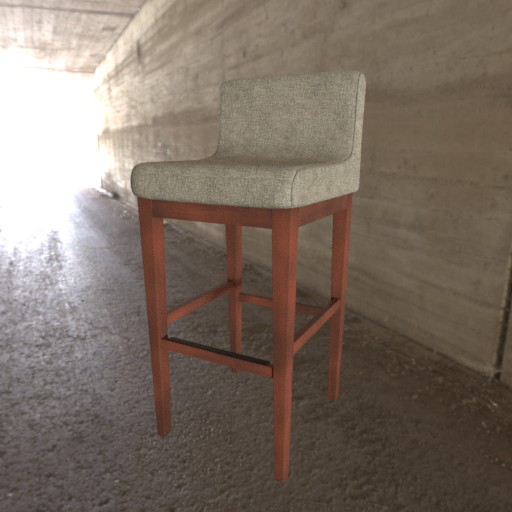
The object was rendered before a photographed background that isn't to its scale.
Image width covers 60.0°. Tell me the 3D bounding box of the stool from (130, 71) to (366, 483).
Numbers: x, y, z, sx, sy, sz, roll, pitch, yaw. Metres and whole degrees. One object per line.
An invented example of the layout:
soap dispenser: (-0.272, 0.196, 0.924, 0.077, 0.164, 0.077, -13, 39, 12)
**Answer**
stool: (0.000, 0.000, 1.201, 0.426, 0.965, 0.499, 8, 16, 27)
